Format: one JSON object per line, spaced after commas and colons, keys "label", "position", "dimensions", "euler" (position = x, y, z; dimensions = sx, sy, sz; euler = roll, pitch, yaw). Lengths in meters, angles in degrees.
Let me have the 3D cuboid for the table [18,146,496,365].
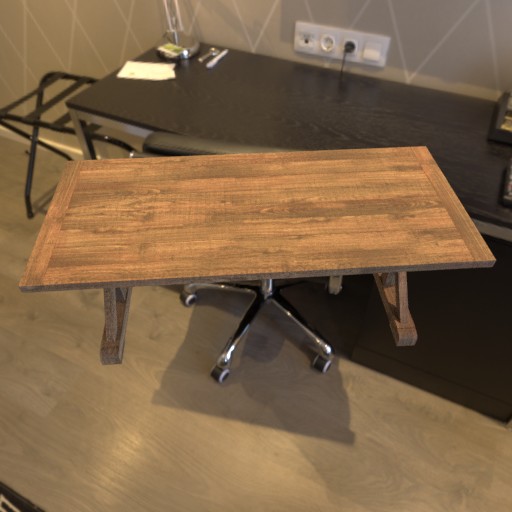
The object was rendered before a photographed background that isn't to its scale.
{"label": "table", "position": [0.000, 0.000, 2.454], "dimensions": [2.031, 0.733, 0.907], "euler": [-3, 46, -3]}
